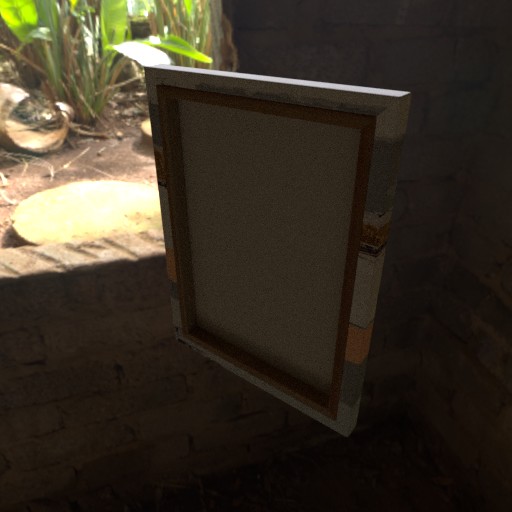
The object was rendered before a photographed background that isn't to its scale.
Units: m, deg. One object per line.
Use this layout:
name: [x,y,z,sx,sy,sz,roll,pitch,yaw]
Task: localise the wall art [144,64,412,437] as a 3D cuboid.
wall art: [0.000,0.000,0.805,0.456,0.609,0.038,21,36,31]
